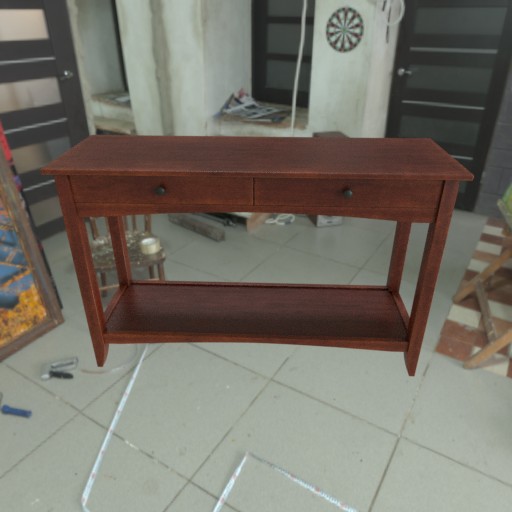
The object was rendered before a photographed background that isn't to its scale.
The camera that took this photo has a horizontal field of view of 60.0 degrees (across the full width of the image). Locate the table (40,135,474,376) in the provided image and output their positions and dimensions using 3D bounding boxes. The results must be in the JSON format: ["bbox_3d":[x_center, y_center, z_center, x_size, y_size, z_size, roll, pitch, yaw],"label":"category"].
[{"bbox_3d":[0.000,0.000,1.558,1.188,0.739,0.392,1,29,2],"label":"table"}]
